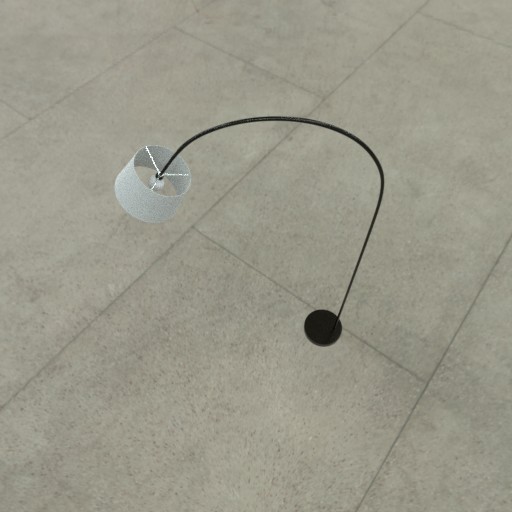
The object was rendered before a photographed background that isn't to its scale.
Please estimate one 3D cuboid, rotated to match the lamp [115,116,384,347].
[{"bbox_3d":[0.000,0.000,2.668,1.363,2.104,0.331,2,58,1],"label":"lamp"}]
